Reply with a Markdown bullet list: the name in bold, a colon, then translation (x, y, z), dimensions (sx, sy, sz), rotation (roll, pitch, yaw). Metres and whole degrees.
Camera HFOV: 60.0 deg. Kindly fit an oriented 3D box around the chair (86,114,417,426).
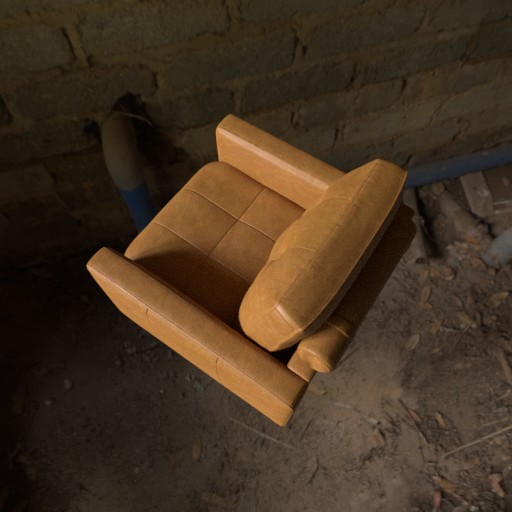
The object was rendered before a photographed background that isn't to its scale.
- **chair**: translation (0.000, 0.000, 1.593), dimensions (0.868, 0.896, 0.831), rotation (32, 68, 15)
